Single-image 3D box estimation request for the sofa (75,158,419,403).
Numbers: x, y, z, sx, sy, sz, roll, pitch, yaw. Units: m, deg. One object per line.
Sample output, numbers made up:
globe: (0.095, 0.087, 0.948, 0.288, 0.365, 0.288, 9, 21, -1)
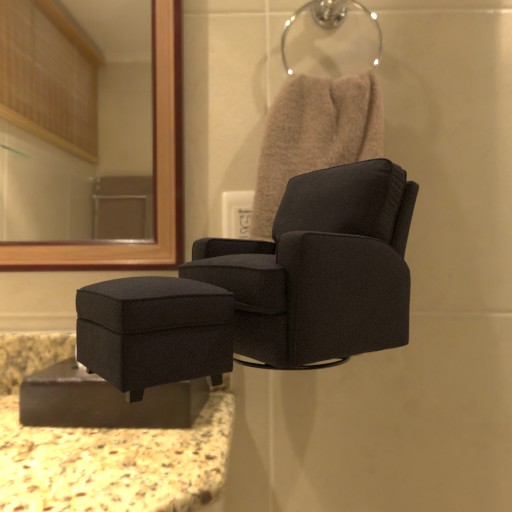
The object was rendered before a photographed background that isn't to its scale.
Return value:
sofa: (0.000, 0.000, 2.040, 1.472, 0.959, 0.861, 0, 0, -37)
